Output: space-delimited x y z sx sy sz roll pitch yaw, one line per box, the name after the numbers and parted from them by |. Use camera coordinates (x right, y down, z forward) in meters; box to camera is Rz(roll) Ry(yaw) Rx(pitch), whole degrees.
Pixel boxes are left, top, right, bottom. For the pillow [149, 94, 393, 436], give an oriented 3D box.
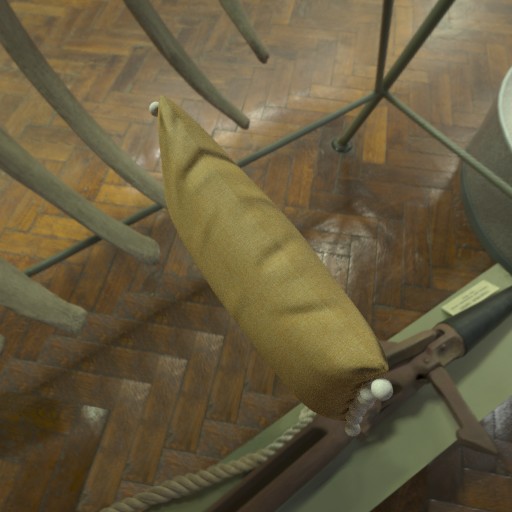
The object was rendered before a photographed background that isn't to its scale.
0.000 0.000 0.855 0.201 0.322 0.709 -30 63 -17 | pillow
